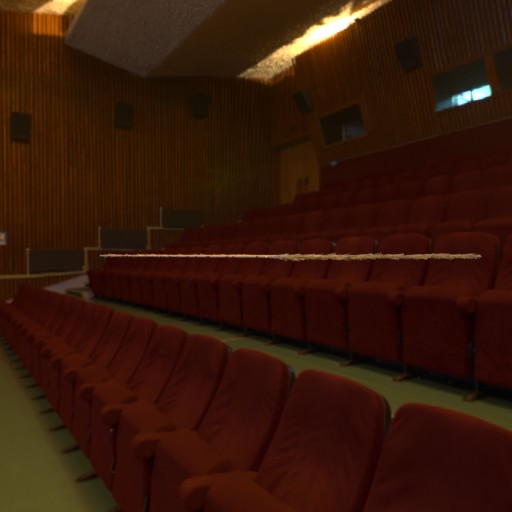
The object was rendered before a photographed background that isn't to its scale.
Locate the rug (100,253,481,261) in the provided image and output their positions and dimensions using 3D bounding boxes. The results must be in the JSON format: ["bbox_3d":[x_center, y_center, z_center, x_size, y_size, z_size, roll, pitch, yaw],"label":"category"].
[{"bbox_3d":[0.000,0.000,2.574,1.224,0.028,2.023,0,0,-35],"label":"rug"}]
